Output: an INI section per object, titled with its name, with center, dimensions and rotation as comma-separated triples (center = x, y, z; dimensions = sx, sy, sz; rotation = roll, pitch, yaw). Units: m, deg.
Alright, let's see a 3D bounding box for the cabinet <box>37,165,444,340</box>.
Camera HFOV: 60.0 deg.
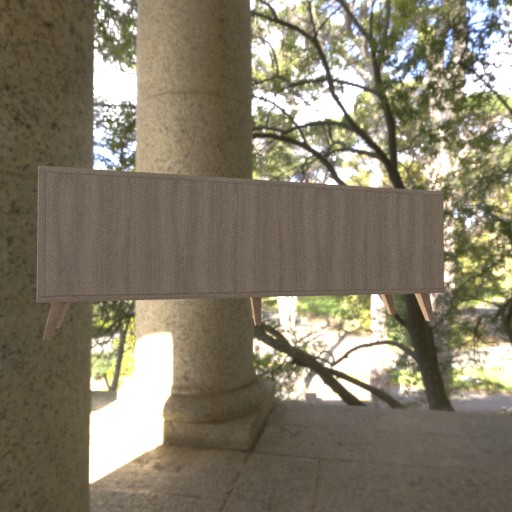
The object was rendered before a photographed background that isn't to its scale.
[cabinet]
center = 0.000, 0.000, 2.535
dimensions = 2.198, 0.779, 0.499
rotation = 0, -1, -18
